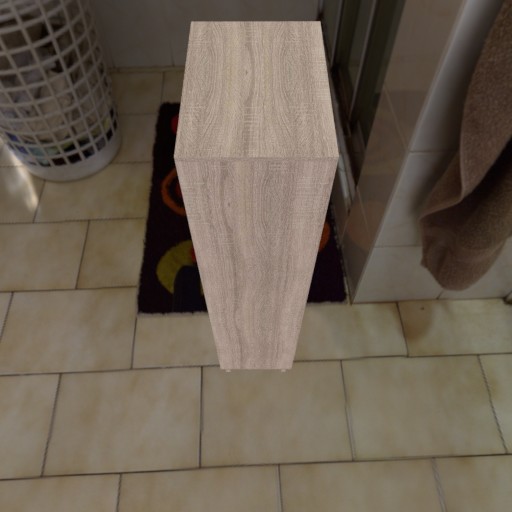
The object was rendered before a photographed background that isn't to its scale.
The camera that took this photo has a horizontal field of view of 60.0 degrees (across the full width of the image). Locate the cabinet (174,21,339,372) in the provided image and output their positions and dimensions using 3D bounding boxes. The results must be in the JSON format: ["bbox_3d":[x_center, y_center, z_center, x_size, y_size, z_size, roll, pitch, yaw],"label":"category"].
[{"bbox_3d":[0.000,0.000,2.012,0.400,1.850,0.570,0,59,0],"label":"cabinet"}]
